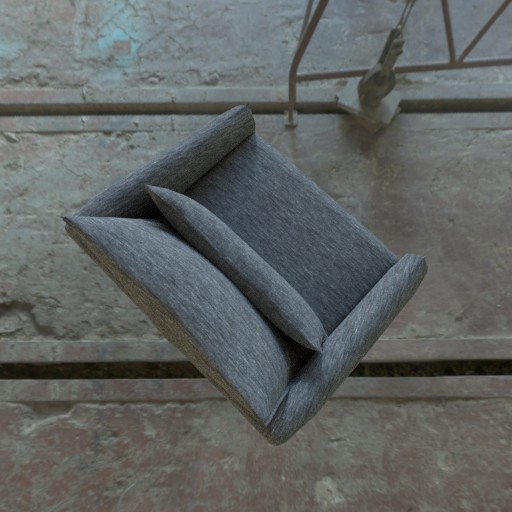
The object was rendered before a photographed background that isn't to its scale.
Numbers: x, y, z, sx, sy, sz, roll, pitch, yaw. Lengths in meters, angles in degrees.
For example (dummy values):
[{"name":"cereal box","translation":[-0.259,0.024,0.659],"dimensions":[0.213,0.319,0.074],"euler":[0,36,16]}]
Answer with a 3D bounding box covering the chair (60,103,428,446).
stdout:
[{"name":"chair","translation":[0.000,0.000,1.592],"dimensions":[1.004,0.842,0.805],"euler":[43,79,10]}]
